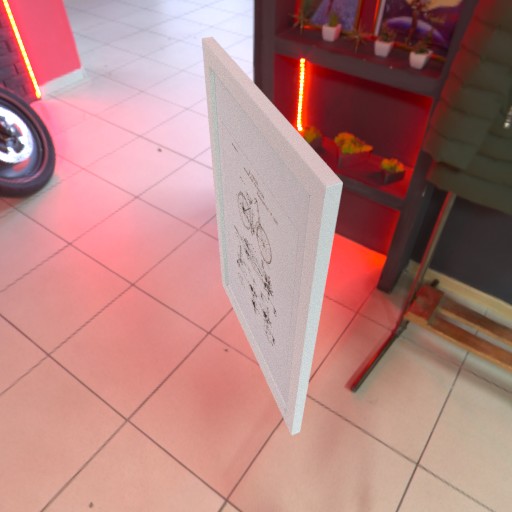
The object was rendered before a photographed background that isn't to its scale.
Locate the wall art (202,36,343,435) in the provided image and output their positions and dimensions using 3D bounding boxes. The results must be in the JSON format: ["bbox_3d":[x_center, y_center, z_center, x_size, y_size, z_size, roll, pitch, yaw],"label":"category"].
[{"bbox_3d":[0.000,0.000,0.625,0.015,0.477,0.332,-16,48,-15],"label":"wall art"}]
